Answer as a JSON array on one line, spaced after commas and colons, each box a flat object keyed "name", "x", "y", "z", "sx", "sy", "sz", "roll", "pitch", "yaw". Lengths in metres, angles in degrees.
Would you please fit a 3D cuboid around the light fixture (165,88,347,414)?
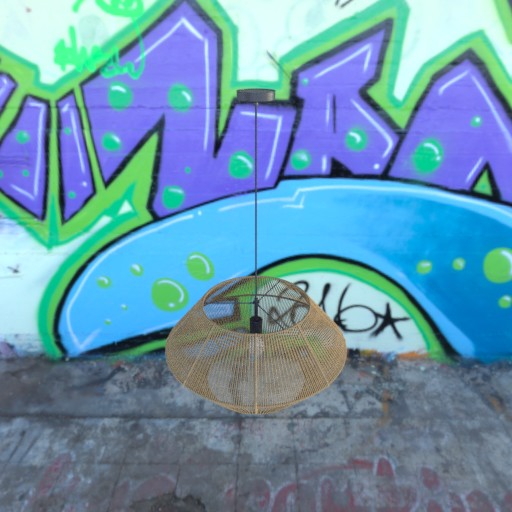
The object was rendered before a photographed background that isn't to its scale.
[{"name": "light fixture", "x": 0.000, "y": 0.000, "z": 1.434, "sx": 0.643, "sy": 1.009, "sz": 0.643, "roll": 0, "pitch": 26, "yaw": 0}]
